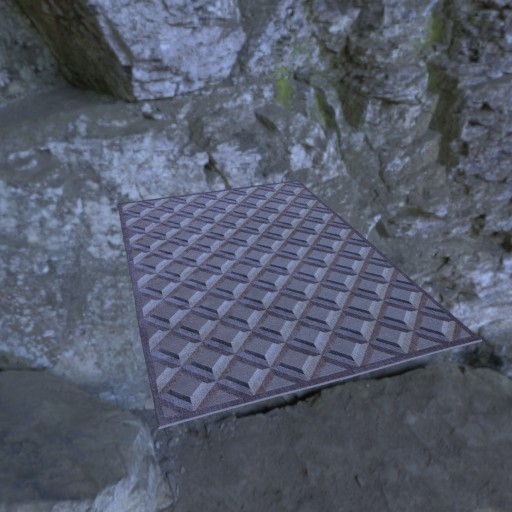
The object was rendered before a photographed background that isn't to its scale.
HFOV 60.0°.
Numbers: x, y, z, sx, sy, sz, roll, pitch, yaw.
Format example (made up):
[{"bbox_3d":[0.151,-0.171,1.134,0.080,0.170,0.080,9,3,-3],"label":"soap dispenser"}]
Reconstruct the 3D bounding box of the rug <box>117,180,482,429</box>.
[{"bbox_3d":[0.000,0.000,2.888,1.600,0.013,2.260,-10,33,-16],"label":"rug"}]
